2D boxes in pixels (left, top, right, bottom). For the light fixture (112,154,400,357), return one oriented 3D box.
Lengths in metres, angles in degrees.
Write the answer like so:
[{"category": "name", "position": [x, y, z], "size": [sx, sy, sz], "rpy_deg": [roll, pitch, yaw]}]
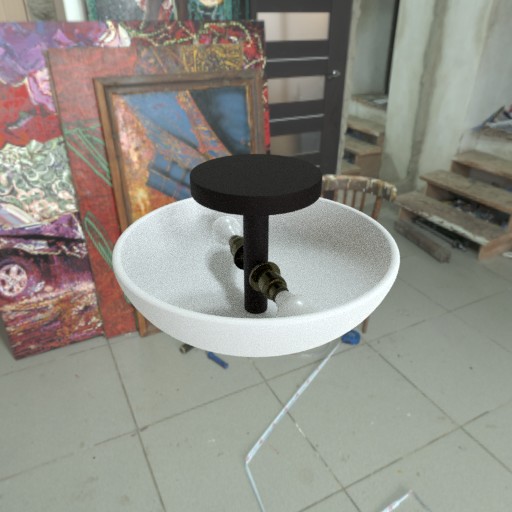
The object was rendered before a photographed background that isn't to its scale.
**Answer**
[{"category": "light fixture", "position": [0.000, 0.000, 0.539], "size": [0.331, 0.212, 0.331], "rpy_deg": [0, 29, 0]}]
